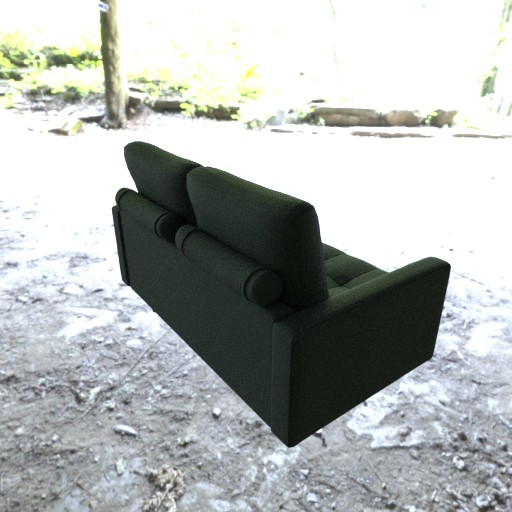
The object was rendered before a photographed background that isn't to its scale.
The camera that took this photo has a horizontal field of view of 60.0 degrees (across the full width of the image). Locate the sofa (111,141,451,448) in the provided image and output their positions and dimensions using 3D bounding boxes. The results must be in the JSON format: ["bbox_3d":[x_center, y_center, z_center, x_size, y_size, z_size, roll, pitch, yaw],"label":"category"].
[{"bbox_3d":[0.000,0.000,1.976,0.842,0.907,1.407,-18,30,-33],"label":"sofa"}]
